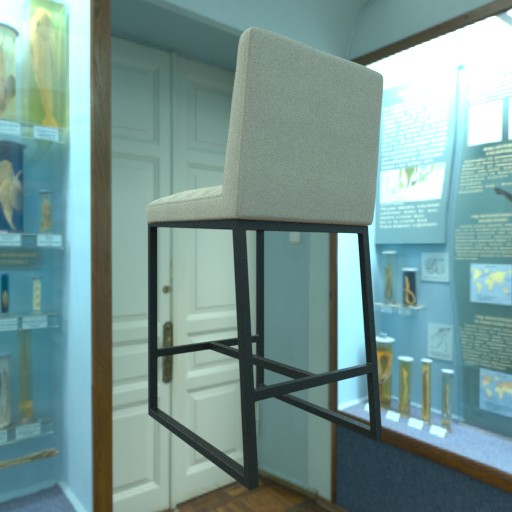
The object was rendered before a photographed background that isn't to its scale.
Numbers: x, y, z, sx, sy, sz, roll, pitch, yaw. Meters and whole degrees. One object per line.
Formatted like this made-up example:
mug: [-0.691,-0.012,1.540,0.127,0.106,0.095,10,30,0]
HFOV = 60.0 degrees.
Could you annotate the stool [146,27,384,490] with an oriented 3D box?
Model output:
stool: [0.000,0.000,1.266,0.459,0.971,0.567,0,1,-36]
